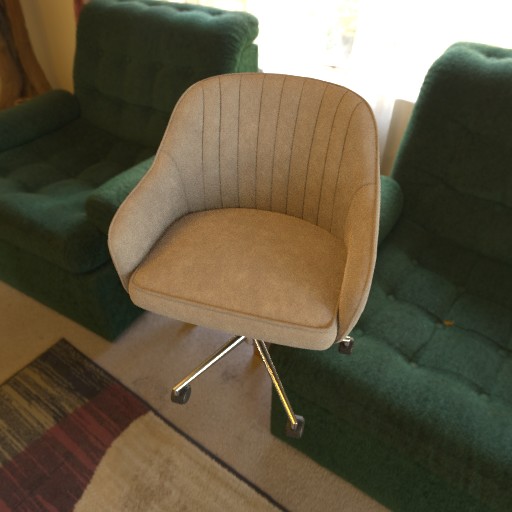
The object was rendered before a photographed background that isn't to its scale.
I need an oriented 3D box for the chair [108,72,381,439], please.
[{"bbox_3d":[0.000,0.000,1.253,0.635,0.831,0.573,11,41,13],"label":"chair"}]
